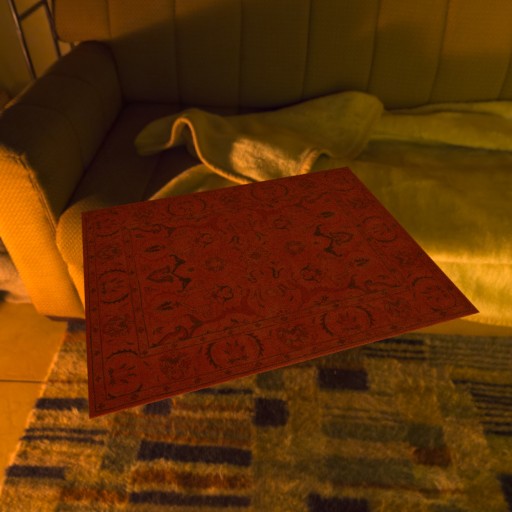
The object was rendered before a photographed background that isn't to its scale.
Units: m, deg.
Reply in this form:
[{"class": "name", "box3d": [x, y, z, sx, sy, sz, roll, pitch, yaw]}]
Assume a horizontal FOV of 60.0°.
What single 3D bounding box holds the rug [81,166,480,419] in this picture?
[{"class": "rug", "box3d": [0.000, 0.000, 3.932, 2.929, 0.012, 2.300, -12, 43, -13]}]
